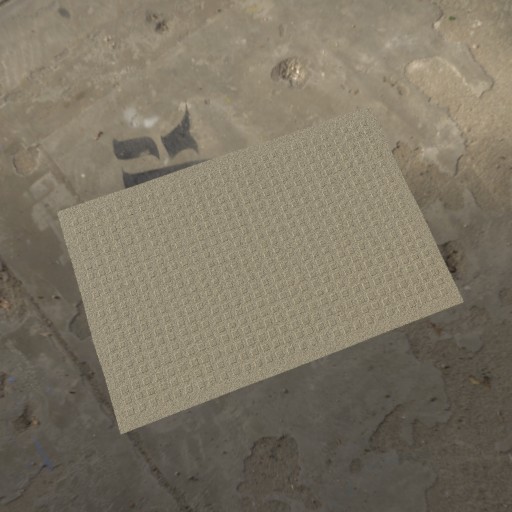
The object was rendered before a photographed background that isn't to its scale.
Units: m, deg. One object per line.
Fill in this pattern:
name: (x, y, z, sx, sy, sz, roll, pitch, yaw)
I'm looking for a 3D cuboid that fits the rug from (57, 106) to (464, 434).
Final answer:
rug: (0.000, 0.000, 2.215, 1.747, 0.006, 1.143, -20, 77, -5)
